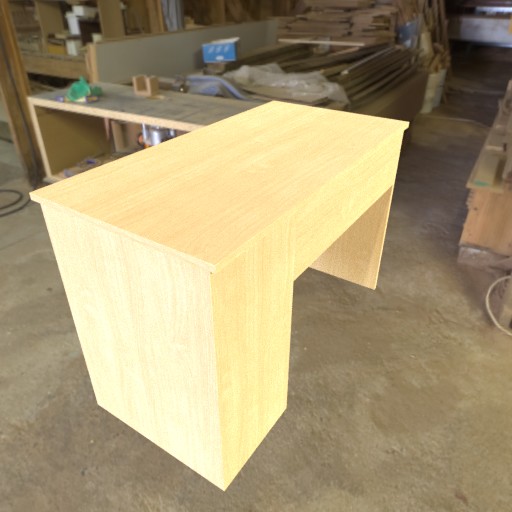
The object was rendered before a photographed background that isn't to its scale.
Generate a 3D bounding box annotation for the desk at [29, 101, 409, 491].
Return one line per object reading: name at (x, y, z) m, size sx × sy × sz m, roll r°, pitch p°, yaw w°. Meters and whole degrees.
desk at (0.000, 0.000, 1.500) m, size 0.560 × 0.735 × 1.097 m, roll 20°, pitch 37°, yaw 28°
